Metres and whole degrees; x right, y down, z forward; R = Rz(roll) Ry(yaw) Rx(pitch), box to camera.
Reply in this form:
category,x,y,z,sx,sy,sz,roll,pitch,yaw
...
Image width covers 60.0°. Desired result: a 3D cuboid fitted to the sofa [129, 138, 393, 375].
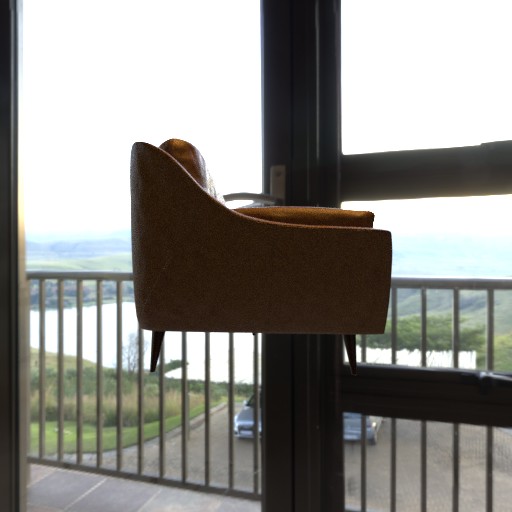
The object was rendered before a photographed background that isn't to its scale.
category,x,y,z,sx,sy,sz,roll,pitch,yaw
sofa,0.000,0.000,2.341,0.904,0.839,1.902,0,0,-1
